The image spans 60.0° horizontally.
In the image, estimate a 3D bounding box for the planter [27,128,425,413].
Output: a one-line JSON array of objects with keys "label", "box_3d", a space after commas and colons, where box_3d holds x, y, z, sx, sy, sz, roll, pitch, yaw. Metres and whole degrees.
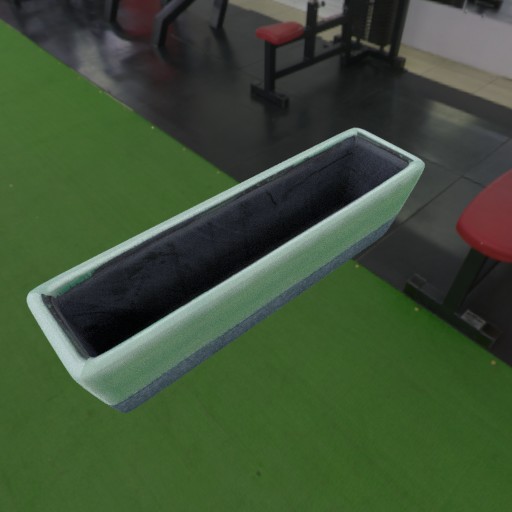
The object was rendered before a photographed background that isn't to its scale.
[{"label": "planter", "box_3d": [0.000, 0.000, 0.308, 0.275, 0.072, 0.072, -31, 54, -27]}]
